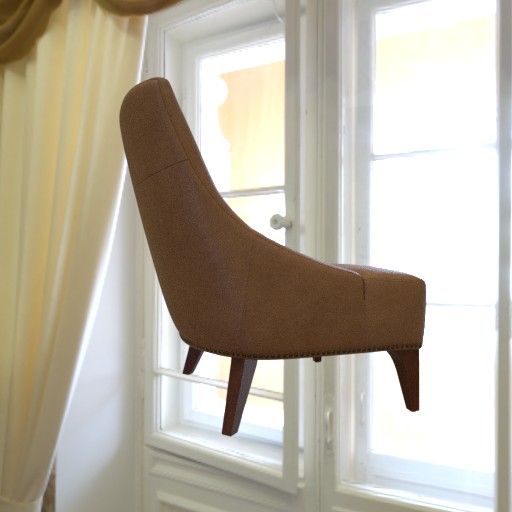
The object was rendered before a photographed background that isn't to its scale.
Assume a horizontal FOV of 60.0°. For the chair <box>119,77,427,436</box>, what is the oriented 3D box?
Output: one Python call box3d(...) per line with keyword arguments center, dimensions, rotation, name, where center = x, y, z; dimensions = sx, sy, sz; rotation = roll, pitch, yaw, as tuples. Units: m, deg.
box3d(center=(0.000, 0.000, 1.466), dimensions=(0.861, 0.909, 0.701), rotation=(0, 0, -19), name="chair")
